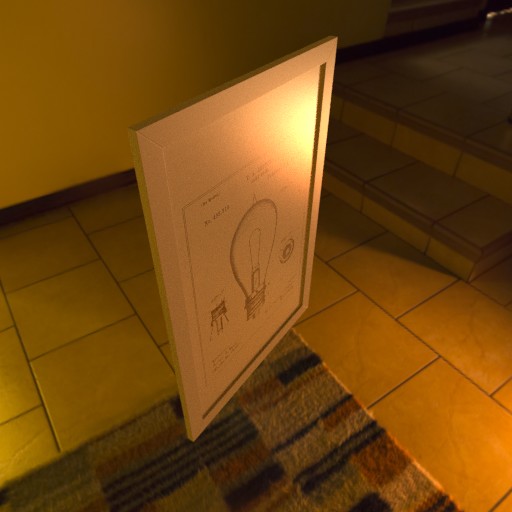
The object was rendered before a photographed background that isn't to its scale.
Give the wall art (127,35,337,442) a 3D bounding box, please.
[{"bbox_3d":[0.000,0.000,0.589,0.010,0.474,0.325,25,46,26],"label":"wall art"}]
